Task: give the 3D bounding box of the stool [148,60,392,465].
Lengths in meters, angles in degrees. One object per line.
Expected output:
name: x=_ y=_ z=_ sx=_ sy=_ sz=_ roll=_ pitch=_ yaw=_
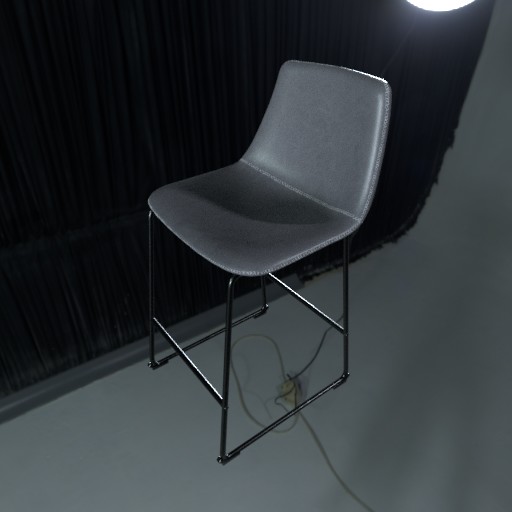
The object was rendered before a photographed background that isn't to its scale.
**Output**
stool: x=0.000 y=0.000 z=1.171 sx=0.546 sy=0.876 sz=0.470 roll=-23 pitch=40 yaw=-30
